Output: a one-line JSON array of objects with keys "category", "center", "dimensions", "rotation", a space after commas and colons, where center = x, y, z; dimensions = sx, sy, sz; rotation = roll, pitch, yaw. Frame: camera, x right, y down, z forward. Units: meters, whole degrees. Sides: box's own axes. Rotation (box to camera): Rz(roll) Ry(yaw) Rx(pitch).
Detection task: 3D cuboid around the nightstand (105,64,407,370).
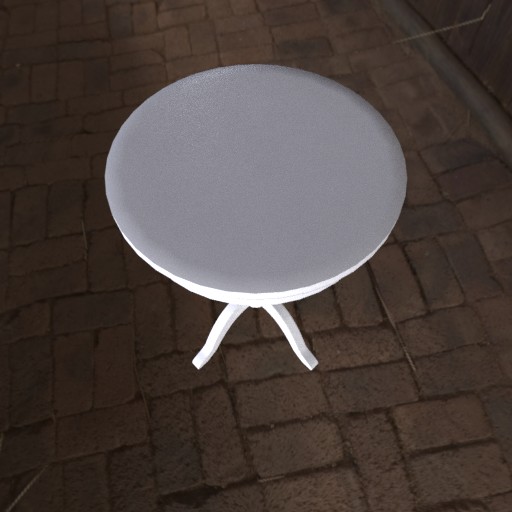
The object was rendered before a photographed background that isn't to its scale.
[{"category": "nightstand", "center": [0.000, 0.000, 1.043], "dimensions": [0.513, 0.653, 0.513], "rotation": [-31, 64, -17]}]
